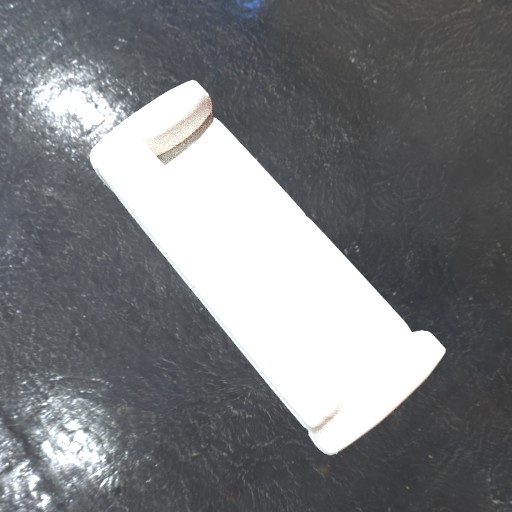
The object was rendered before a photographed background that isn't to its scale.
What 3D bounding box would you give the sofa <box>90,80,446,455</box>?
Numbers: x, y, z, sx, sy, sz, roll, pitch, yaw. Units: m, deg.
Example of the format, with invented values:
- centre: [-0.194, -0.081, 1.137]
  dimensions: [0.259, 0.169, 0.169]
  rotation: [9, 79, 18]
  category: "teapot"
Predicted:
- centre: [0.000, 0.000, 2.694]
  dimensions: [0.870, 0.780, 2.280]
  rotation: [-39, 78, -10]
  category: "sofa"
